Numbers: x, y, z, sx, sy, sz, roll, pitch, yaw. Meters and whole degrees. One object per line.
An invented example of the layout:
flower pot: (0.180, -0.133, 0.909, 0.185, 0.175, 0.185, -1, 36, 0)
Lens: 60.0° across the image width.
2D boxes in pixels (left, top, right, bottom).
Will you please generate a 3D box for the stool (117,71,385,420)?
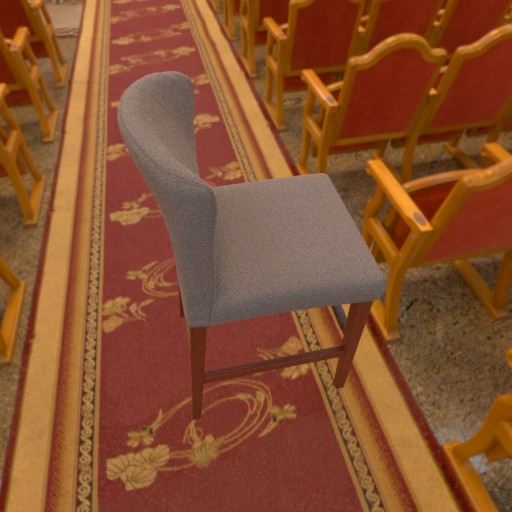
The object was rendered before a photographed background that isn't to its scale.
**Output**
stool: (0.000, 0.000, 1.265, 0.568, 0.968, 0.481, -9, 47, -8)
